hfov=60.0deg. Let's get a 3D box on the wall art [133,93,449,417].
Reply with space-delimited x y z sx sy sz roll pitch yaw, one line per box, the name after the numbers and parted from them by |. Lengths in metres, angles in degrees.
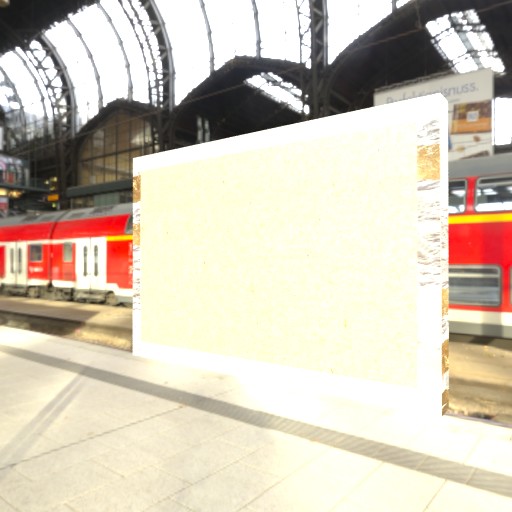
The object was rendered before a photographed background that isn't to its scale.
0.000 0.000 0.751 0.606 0.407 0.041 0 -1 37 | wall art
